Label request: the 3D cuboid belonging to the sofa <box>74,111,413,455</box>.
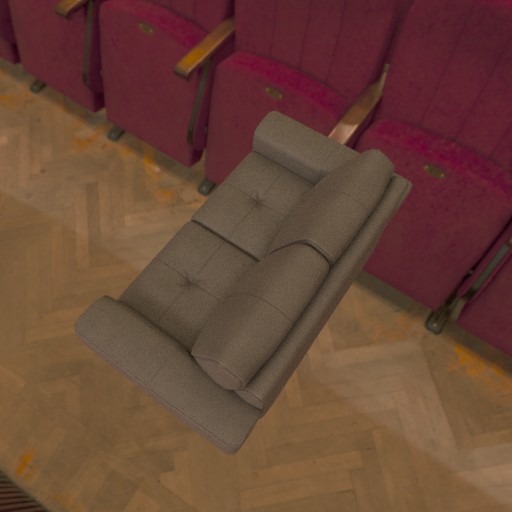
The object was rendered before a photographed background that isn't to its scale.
[{"bbox_3d":[0.000,0.000,2.445,1.018,0.907,1.806,32,67,15],"label":"sofa"}]
